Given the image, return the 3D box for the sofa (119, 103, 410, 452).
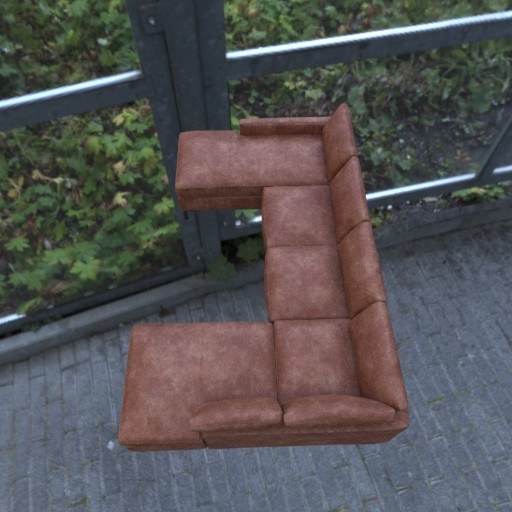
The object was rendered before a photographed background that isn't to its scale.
[{"bbox_3d":[0.000,0.000,3.767,1.939,0.900,2.956,-1,59,-1],"label":"sofa"}]
